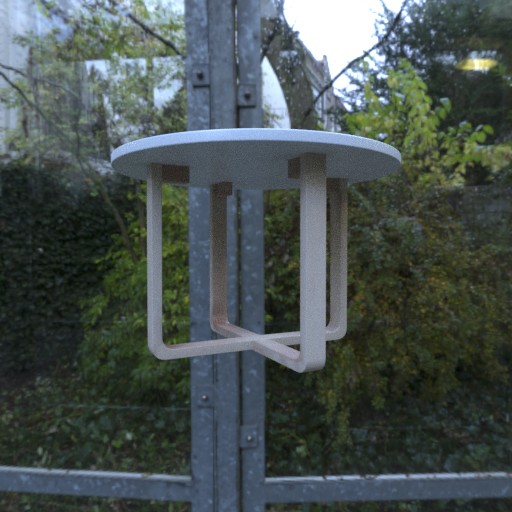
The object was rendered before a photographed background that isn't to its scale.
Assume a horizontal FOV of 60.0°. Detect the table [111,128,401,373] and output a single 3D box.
[{"bbox_3d":[0.000,0.000,0.970,0.600,0.400,0.600,0,2,0],"label":"table"}]
